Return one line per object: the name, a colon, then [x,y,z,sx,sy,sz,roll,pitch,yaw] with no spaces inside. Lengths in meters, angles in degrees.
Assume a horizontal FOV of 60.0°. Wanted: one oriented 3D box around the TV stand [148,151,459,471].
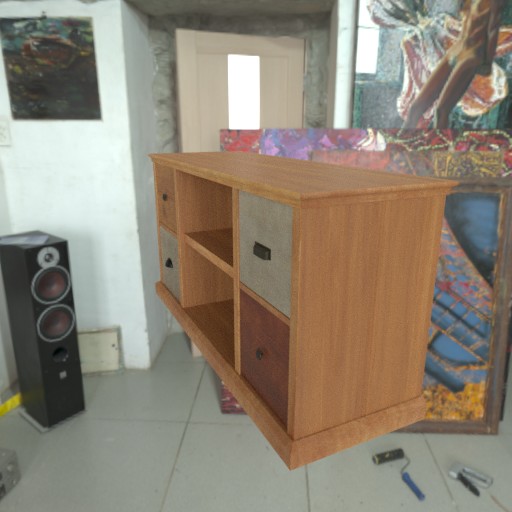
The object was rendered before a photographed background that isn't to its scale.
TV stand: [0.000,0.000,1.479,0.417,0.607,1.181,-8,19,-25]
